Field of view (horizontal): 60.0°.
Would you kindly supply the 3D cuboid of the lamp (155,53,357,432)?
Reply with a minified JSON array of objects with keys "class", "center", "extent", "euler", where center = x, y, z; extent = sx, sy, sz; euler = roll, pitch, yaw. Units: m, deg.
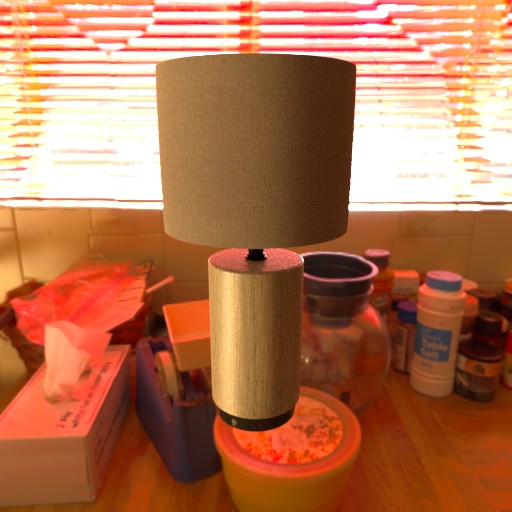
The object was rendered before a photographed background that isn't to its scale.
[{"class":"lamp","center":[0.000,0.000,0.569],"extent":[0.228,0.444,0.228],"euler":[-9,18,-28]}]
